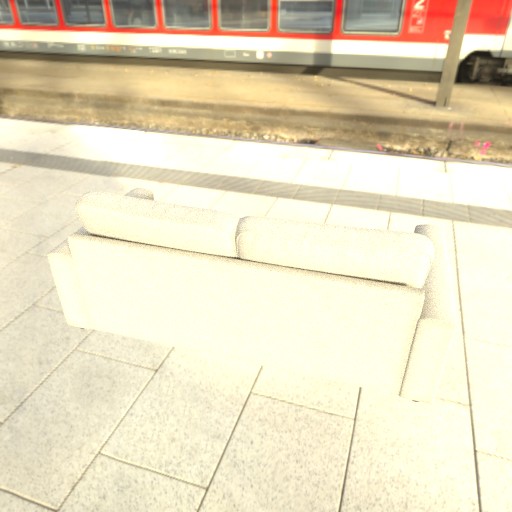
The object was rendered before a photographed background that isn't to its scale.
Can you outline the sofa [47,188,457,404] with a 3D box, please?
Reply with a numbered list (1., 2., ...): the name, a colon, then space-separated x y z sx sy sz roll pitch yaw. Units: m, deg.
1. sofa: 0.000 0.000 2.712 2.179 0.873 1.016 9 33 14
